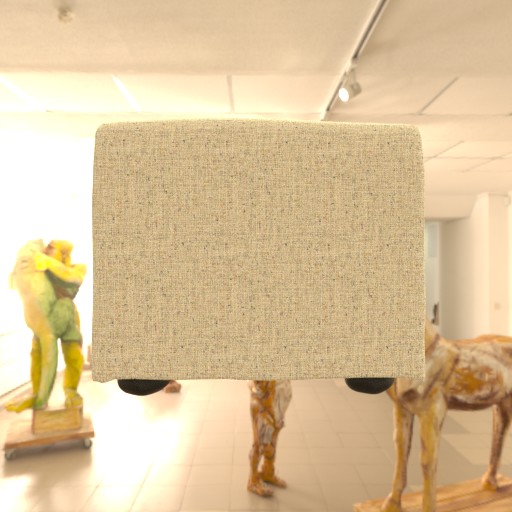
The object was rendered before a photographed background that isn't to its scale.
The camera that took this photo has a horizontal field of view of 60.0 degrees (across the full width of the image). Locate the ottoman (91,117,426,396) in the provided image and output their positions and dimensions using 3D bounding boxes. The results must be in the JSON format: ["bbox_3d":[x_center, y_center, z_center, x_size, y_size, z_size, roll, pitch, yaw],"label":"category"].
[{"bbox_3d":[0.000,0.000,0.914,0.512,0.453,0.521,0,-1,-1],"label":"ottoman"}]
